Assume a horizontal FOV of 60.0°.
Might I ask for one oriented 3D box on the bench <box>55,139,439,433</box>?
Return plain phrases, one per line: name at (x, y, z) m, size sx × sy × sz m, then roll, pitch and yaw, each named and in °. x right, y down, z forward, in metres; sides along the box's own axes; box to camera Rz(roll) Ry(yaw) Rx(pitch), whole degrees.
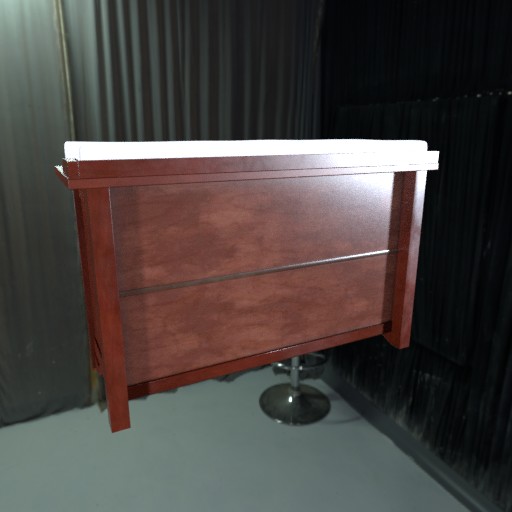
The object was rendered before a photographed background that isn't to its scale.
bench at (0.000, 0.000, 1.281) m, size 0.987 × 0.646 × 0.369 m, roll -8°, pitch 18°, yaw -26°
